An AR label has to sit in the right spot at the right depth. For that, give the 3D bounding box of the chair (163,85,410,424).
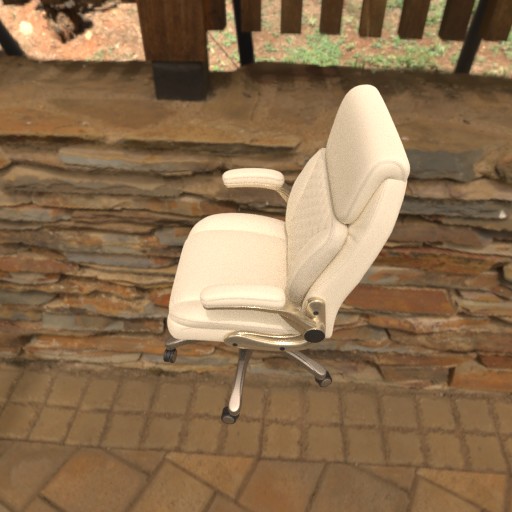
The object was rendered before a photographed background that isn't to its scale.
[{"bbox_3d":[0.000,0.000,1.615,0.794,1.110,0.740,-1,41,-1],"label":"chair"}]
